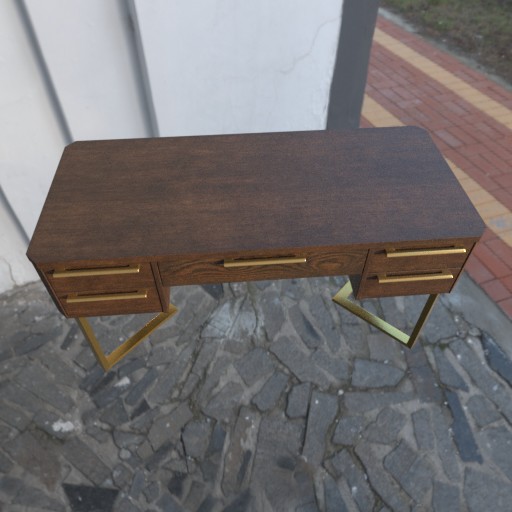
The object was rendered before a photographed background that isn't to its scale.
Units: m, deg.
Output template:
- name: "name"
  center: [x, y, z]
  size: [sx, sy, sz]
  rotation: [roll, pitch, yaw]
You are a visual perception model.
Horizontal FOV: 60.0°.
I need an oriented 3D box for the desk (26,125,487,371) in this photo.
- name: "desk"
  center: [0.000, 0.000, 1.884]
  size: [1.479, 0.762, 0.684]
  rotation: [-3, 48, -3]
